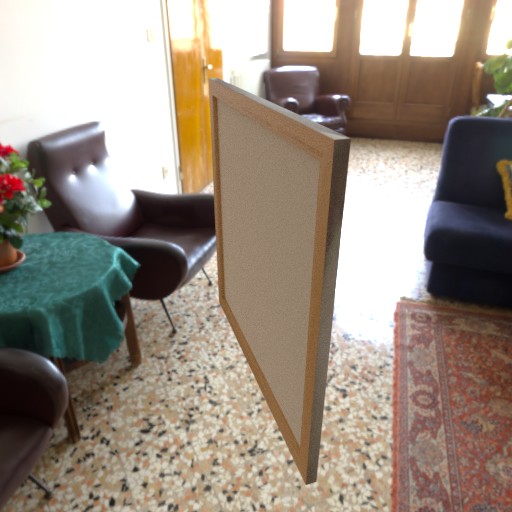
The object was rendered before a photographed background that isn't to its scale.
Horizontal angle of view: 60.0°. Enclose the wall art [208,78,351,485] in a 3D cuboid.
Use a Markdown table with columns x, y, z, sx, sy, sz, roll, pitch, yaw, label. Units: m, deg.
| x | y | z | sx | sy | sz | roll | pitch | yaw | label |
| --- | --- | --- | --- | --- | --- | --- | --- | --- | --- |
| 0.000 | 0.000 | 1.123 | 0.027 | 0.762 | 0.762 | -9 | 30 | -16 | wall art |
